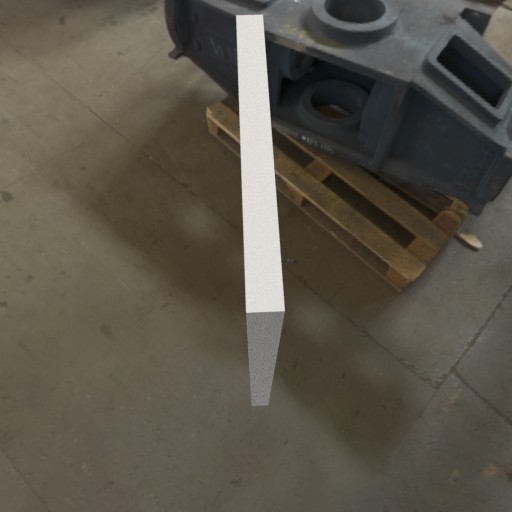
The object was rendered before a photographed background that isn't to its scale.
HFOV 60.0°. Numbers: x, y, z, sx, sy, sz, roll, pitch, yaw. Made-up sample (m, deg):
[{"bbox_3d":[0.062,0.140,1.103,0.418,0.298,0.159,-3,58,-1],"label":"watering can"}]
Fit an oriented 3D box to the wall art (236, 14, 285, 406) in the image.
[{"bbox_3d":[0.000,0.000,0.833,0.038,0.657,0.450,-2,64,-1],"label":"wall art"}]
